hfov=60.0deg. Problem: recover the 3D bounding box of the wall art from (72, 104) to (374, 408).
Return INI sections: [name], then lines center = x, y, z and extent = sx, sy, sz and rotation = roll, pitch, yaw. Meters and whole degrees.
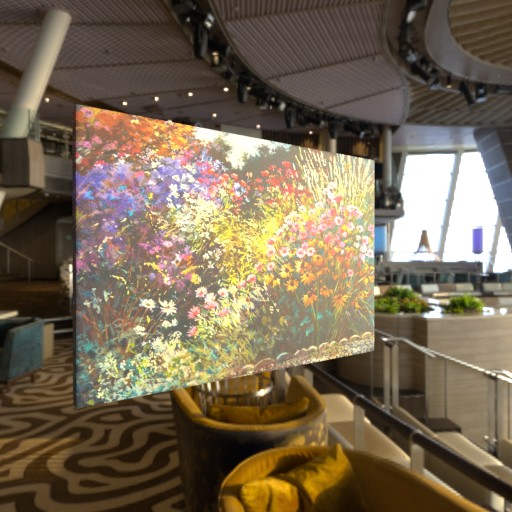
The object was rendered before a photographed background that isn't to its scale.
[wall art]
center = 0.000, 0.000, 1.455
extent = 1.136, 0.760, 0.042
rotation = 0, 0, -36
